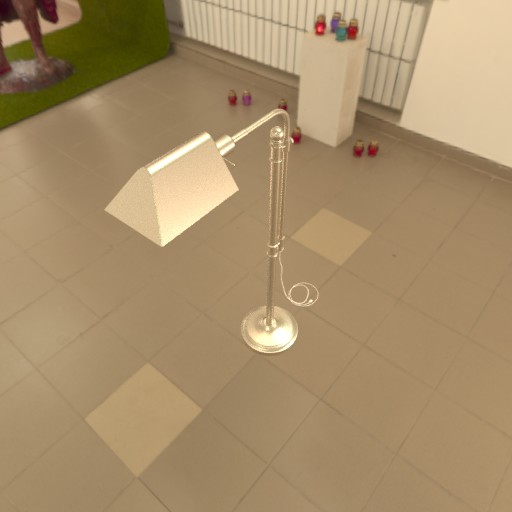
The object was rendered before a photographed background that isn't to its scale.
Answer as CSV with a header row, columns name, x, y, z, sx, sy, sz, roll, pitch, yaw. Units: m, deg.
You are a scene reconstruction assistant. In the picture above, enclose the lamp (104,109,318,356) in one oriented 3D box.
name,x,y,z,sx,sy,sz,roll,pitch,yaw
lamp,0.000,0.000,0.956,0.159,0.708,0.546,31,54,26
